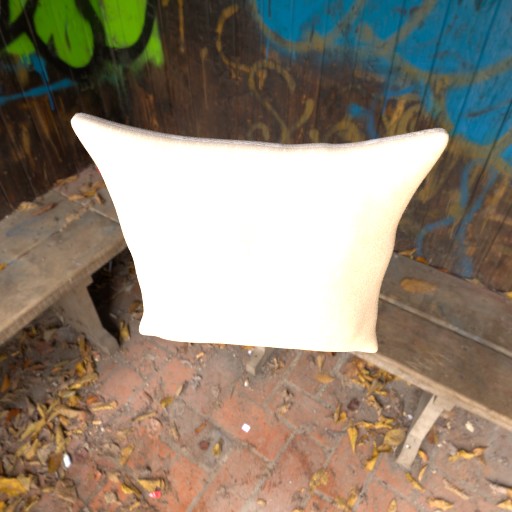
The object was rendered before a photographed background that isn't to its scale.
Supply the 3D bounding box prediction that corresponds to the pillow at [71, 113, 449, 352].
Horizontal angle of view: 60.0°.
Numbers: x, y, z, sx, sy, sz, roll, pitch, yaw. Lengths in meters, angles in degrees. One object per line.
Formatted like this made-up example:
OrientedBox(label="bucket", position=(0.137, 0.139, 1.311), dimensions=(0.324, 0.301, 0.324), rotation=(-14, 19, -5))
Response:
OrientedBox(label="pillow", position=(0.000, 0.000, 0.659), dimensions=(0.436, 0.432, 0.138), rotation=(4, 45, 4))
